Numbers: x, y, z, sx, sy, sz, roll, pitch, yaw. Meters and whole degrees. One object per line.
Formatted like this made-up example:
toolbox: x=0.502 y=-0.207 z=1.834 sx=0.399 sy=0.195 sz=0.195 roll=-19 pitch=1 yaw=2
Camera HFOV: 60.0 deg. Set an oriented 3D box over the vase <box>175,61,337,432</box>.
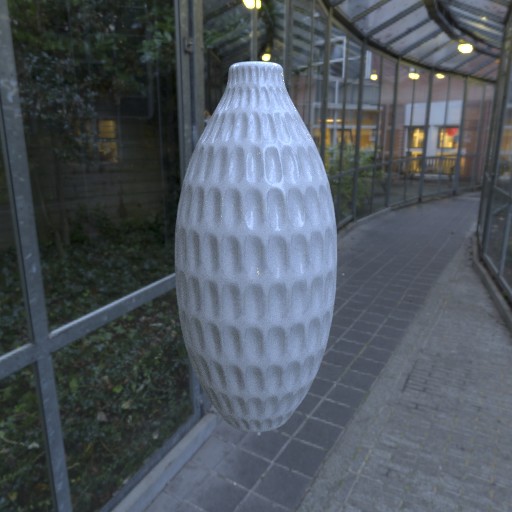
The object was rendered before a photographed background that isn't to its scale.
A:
vase: x=0.000 y=0.000 z=0.353 sx=0.127 sy=0.282 sz=0.127 roll=0 pitch=15 yaw=0
